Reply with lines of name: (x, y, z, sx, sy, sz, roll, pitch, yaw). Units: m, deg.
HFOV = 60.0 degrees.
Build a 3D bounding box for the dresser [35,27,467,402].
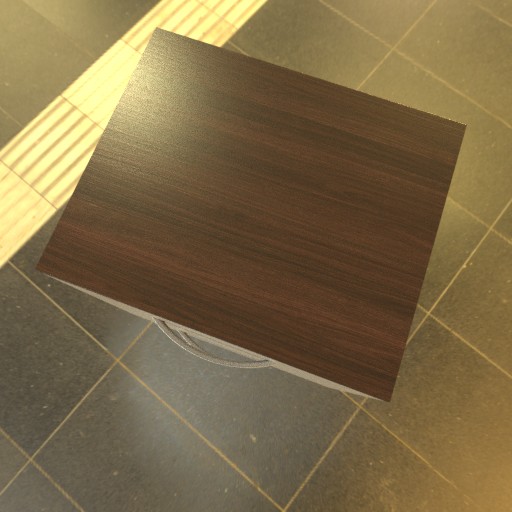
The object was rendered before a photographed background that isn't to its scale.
dresser: (0.000, 0.000, 0.727, 0.400, 0.470, 0.360, 20, 76, 5)
